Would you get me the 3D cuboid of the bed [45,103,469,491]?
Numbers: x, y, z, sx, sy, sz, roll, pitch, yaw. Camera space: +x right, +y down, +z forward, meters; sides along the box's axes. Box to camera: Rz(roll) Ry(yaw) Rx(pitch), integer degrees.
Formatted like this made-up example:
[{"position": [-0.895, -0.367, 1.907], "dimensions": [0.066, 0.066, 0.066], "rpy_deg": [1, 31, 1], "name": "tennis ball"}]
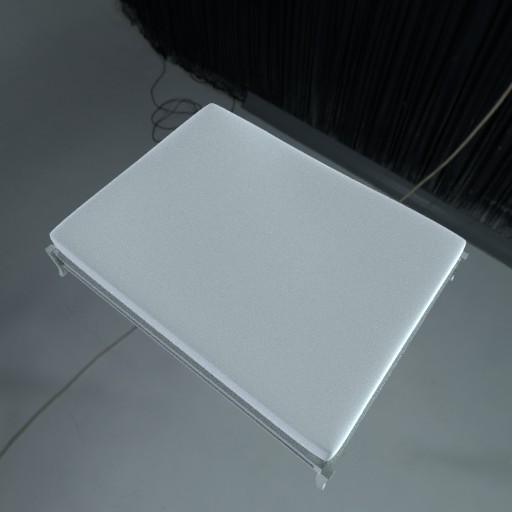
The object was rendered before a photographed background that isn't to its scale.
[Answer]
[{"position": [0.000, 0.000, 2.765], "dimensions": [2.108, 0.510, 1.604], "rpy_deg": [33, 63, 19], "name": "bed"}]
